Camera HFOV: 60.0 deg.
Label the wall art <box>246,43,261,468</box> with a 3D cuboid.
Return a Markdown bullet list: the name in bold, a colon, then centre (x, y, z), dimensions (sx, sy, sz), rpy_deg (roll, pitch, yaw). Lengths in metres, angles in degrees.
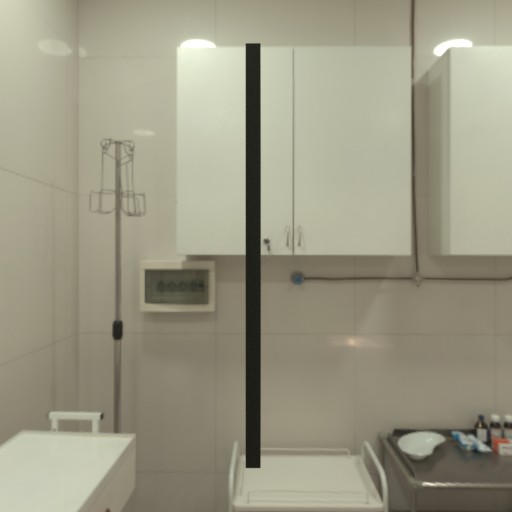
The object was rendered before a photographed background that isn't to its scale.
- **wall art**: centre (0.000, 0.000, 0.536), dimensions (0.012, 0.332, 0.383), rpy_deg (0, 0, 1)
